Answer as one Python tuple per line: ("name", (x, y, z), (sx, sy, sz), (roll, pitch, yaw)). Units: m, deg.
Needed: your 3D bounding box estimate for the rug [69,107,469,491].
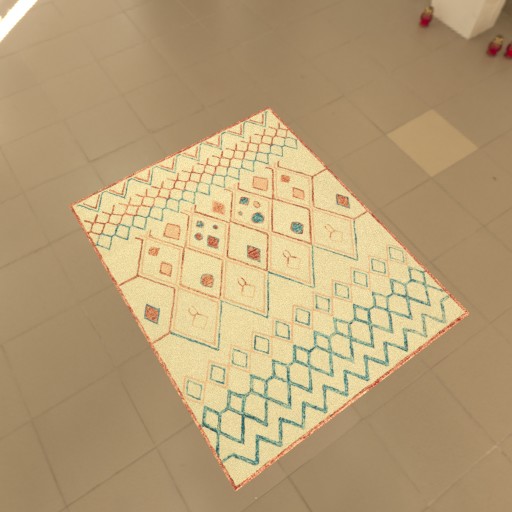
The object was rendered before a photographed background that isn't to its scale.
("rug", (0.000, 0.000, 4.148), (2.441, 0.016, 3.050), (-31, 66, -16))
